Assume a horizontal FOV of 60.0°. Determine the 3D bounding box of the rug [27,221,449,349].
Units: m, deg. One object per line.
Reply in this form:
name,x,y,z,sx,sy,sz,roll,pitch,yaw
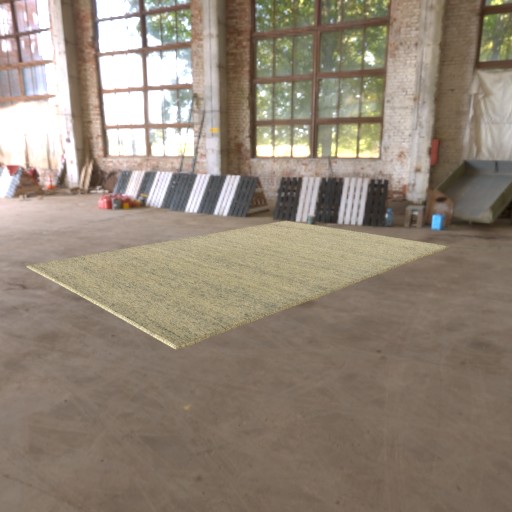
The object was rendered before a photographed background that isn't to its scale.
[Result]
rug,0.000,0.000,2.302,1.846,0.014,1.243,-13,19,-43
